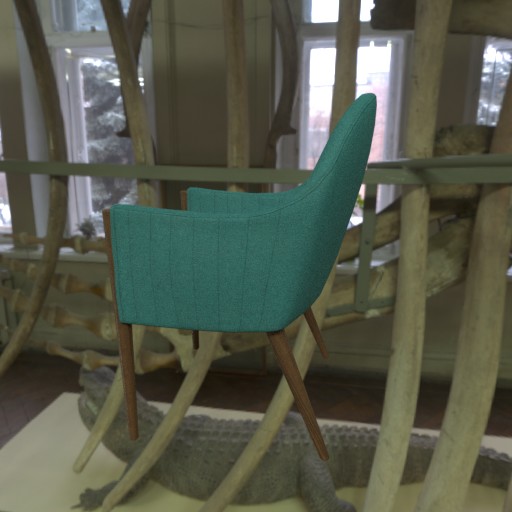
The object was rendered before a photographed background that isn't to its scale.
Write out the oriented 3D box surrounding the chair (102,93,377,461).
[{"bbox_3d":[0.000,0.000,1.332,0.652,0.907,0.656,2,13,9],"label":"chair"}]
